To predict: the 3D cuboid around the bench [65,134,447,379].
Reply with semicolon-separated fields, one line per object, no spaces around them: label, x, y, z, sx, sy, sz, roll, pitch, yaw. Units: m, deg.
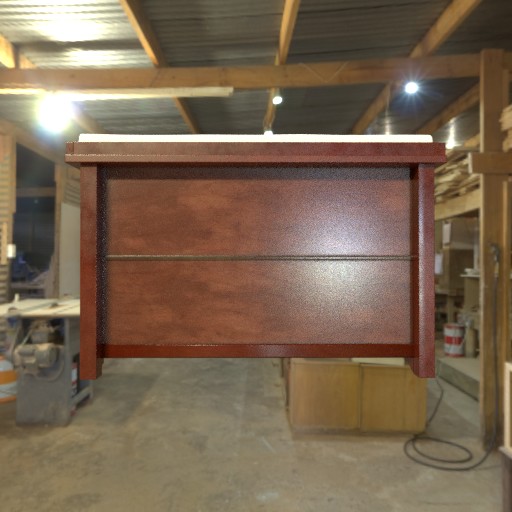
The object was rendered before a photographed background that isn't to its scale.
bench;0.000;0.000;1.328;0.987;0.646;0.369;0;-1;0
